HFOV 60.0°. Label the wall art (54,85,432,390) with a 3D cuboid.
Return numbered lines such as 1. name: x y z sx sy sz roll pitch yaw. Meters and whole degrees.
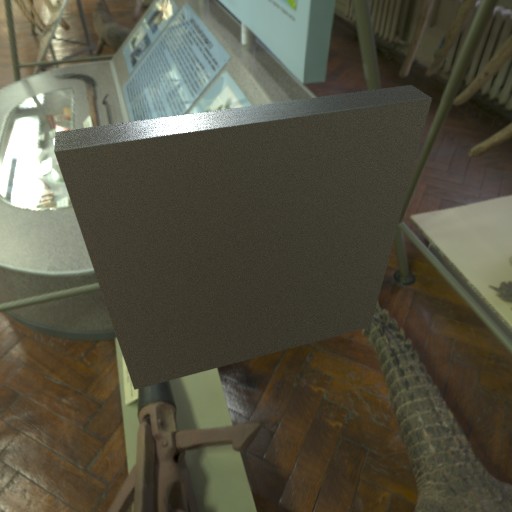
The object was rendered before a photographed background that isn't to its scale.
1. wall art: 0.000 0.000 0.523 0.350 0.350 0.038 -12 43 -13
